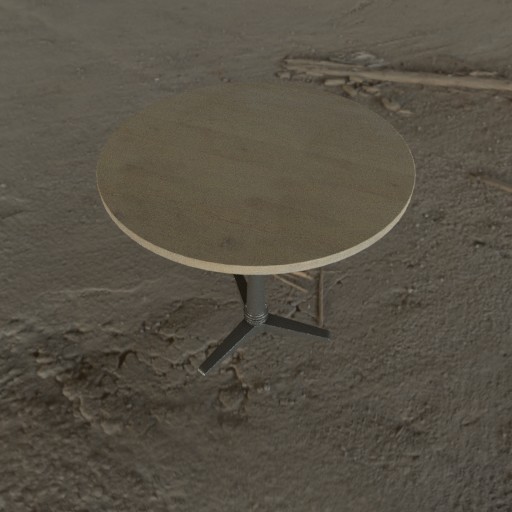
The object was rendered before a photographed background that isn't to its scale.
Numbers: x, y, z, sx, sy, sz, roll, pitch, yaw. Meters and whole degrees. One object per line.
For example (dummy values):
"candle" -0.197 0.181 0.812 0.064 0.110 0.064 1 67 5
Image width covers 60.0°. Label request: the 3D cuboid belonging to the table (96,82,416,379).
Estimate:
"table" 0.000 0.000 1.426 0.800 0.780 0.800 0 46 0
